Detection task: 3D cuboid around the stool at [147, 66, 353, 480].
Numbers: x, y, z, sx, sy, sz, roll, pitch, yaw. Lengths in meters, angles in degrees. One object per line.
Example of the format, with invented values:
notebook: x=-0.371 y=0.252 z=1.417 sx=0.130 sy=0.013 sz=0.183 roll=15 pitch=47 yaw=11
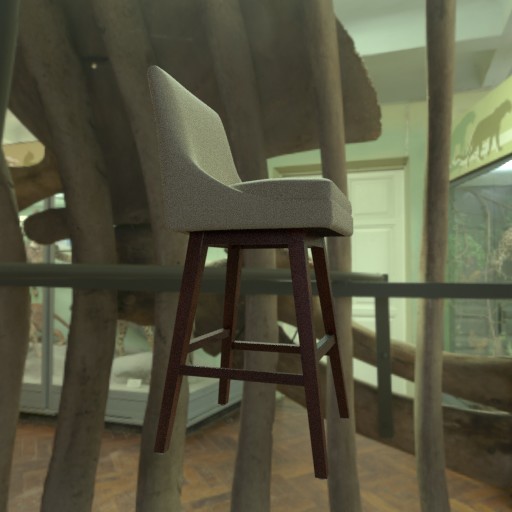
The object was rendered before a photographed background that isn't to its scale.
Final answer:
stool: x=0.000 y=0.000 z=1.381 sx=0.559 sy=1.097 sz=0.470 roll=0 pitch=-1 yaw=19
